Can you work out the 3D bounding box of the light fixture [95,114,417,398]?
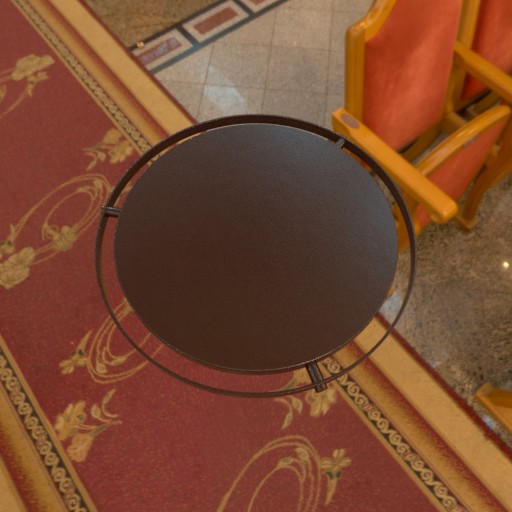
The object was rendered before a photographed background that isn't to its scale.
[{"bbox_3d":[0.000,0.000,0.556,0.361,0.130,0.361,0,63,0],"label":"light fixture"}]
